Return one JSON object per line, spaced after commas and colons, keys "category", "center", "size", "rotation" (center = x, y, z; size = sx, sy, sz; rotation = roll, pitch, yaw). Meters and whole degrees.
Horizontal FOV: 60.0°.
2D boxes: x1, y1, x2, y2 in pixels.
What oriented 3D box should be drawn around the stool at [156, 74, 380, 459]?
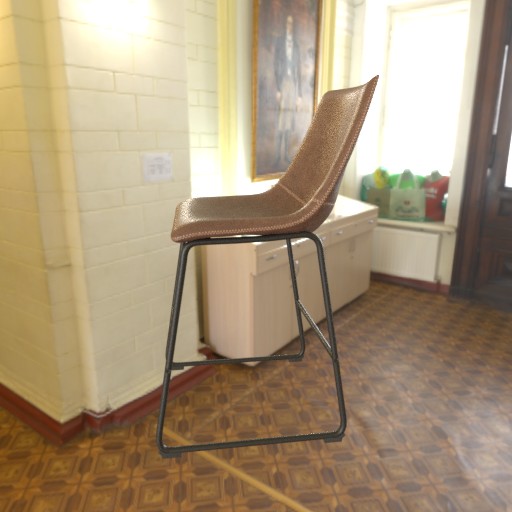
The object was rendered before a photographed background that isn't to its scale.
{"category": "stool", "center": [0.000, 0.000, 1.211], "size": [0.550, 0.890, 0.460], "rotation": [-2, 15, -8]}
